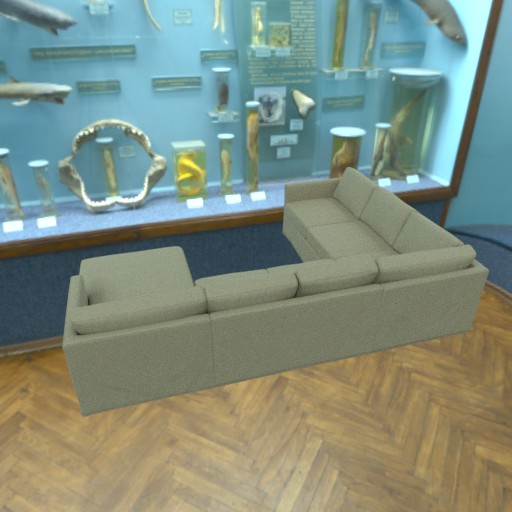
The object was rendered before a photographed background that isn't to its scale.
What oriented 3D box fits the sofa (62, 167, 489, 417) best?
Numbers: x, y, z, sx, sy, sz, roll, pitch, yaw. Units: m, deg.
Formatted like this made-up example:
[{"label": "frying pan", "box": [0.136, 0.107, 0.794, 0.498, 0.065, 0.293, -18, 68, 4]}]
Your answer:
[{"label": "sofa", "box": [0.000, 0.000, 4.480, 3.460, 0.882, 2.427, -8, 31, -14]}]
